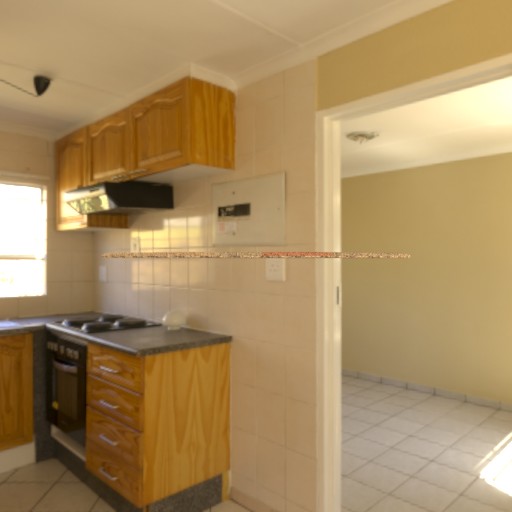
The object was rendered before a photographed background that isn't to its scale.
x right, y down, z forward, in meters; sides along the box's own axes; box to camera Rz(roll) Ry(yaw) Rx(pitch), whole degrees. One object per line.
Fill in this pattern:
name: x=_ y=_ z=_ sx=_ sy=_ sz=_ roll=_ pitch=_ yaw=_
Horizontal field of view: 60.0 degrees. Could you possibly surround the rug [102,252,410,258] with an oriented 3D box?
rug: x=0.000 y=0.000 z=3.724 sx=2.461 sy=0.033 sz=2.461 roll=0 pitch=0 yaw=0
